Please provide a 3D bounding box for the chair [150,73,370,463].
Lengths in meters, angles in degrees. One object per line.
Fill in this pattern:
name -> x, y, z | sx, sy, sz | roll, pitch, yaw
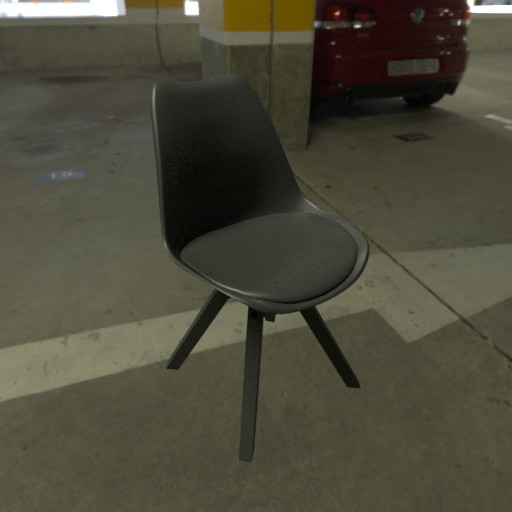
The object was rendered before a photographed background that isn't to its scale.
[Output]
chair -> 0.000, 0.000, 1.203 | 0.485, 0.850, 0.550 | -21, 36, -31
